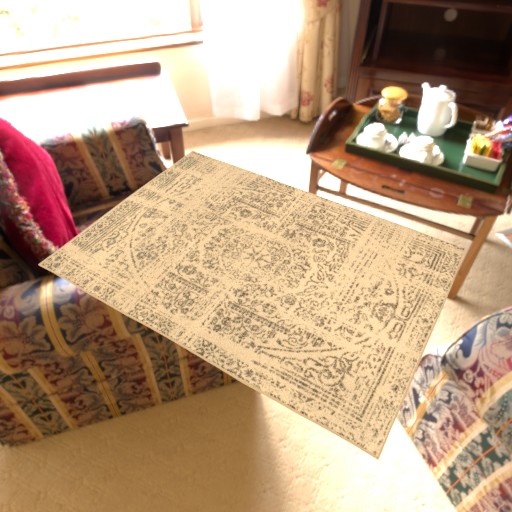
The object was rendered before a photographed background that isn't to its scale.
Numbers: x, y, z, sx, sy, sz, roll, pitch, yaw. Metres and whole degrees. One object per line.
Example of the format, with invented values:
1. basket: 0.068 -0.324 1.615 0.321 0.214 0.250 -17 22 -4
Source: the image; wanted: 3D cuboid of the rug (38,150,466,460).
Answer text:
1. rug: 0.000 0.000 3.059 2.438 0.026 1.706 24 50 22
